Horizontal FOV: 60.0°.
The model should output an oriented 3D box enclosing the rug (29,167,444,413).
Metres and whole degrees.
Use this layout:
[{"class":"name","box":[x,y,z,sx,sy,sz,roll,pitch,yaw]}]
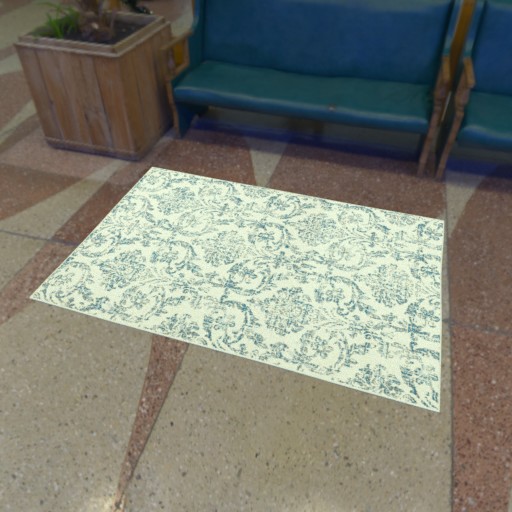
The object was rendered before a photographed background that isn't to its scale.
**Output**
[{"class":"rug","box":[0.000,0.000,3.415,2.746,0.018,1.819,13,44,13]}]
